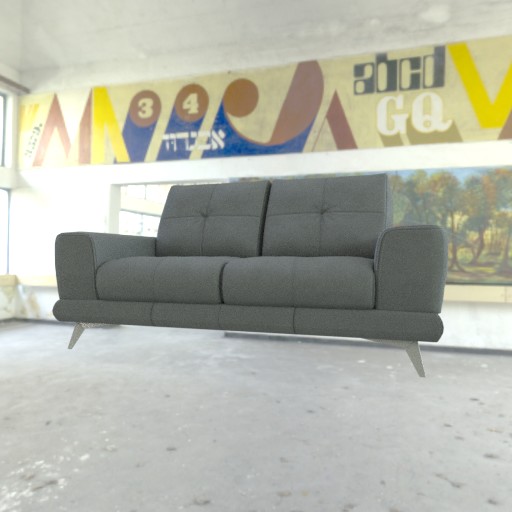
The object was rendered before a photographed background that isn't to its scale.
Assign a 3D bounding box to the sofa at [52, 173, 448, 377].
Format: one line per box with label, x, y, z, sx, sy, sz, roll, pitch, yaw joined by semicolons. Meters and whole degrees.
sofa;0.000;0.000;2.341;1.806;0.907;1.018;0;0;18
